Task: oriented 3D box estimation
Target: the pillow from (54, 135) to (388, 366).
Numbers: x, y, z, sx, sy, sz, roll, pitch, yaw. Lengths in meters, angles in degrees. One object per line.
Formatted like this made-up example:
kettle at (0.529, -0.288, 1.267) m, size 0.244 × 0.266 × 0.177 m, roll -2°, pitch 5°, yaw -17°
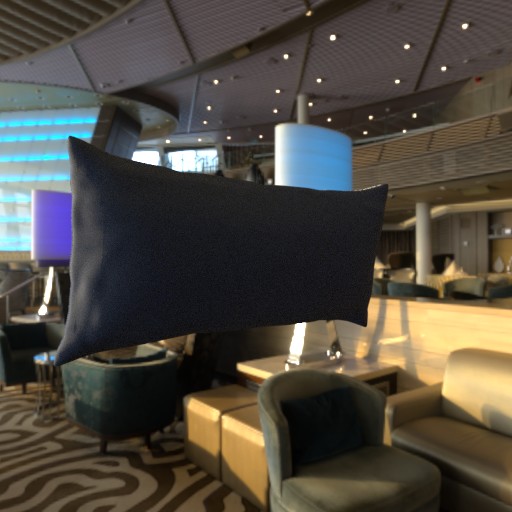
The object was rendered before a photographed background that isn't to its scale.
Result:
pillow at (0.000, 0.000, 0.731) m, size 0.608 × 0.292 × 0.156 m, roll 0°, pitch -1°, yaw -36°
